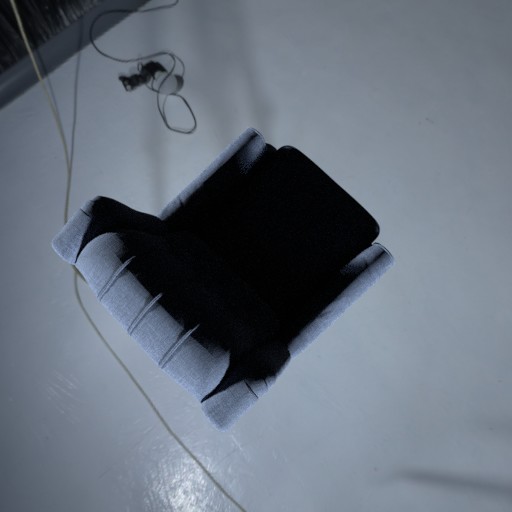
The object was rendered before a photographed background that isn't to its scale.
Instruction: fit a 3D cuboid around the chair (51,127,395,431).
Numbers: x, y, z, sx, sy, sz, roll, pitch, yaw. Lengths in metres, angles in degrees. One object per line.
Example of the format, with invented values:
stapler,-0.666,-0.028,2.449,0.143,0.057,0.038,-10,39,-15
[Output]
chair,0.000,0.000,1.614,0.898,1.035,0.742,-44,80,-10
